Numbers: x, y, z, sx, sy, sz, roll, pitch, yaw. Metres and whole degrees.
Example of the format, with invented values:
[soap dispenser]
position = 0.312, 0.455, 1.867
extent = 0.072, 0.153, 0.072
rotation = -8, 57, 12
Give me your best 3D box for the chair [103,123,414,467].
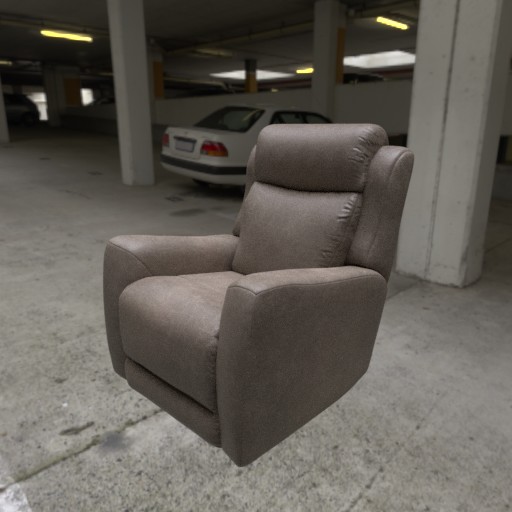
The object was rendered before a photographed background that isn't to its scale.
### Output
[chair]
position = 0.000, 0.000, 1.949
extent = 1.068, 1.116, 0.967
rotation = -16, 22, -42
